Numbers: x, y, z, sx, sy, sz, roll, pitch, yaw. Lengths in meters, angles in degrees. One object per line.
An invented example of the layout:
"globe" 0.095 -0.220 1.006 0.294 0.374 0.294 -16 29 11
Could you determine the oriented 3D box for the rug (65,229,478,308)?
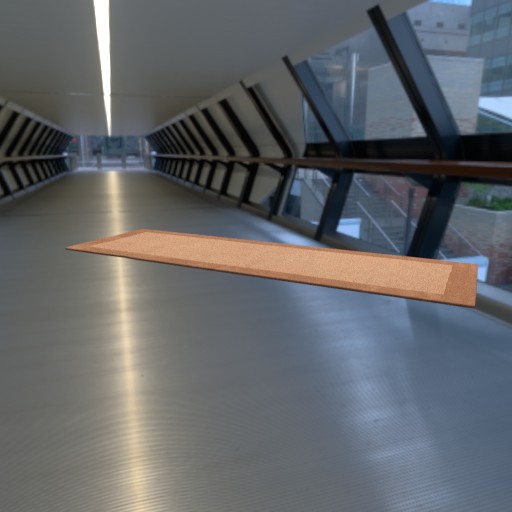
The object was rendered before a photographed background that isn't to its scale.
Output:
"rug" 0.000 0.000 2.718 2.439 0.017 0.764 7 16 26
